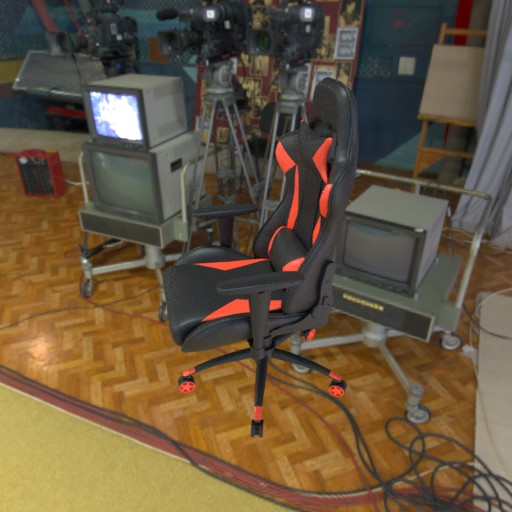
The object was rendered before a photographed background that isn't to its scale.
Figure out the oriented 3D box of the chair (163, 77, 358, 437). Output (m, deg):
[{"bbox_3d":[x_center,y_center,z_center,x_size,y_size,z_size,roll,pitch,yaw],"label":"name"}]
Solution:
[{"bbox_3d":[0.000,0.000,1.737,0.730,1.282,0.695,-7,31,-13],"label":"chair"}]
